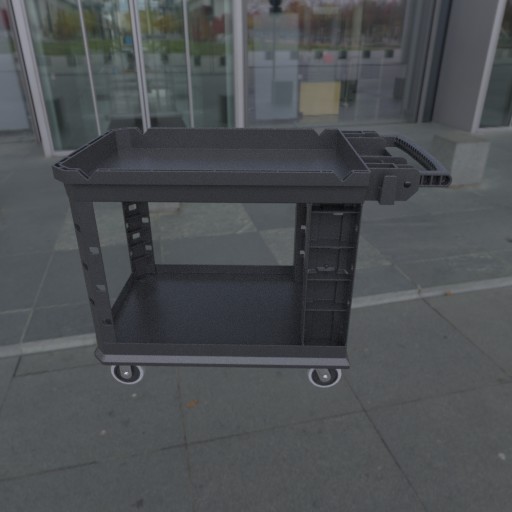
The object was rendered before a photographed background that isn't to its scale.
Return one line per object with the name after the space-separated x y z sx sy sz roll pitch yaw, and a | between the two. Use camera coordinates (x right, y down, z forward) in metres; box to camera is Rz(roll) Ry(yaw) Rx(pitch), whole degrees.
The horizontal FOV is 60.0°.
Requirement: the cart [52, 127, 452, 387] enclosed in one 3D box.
0.000 0.000 1.785 1.239 0.884 0.674 1 27 1 | cart
